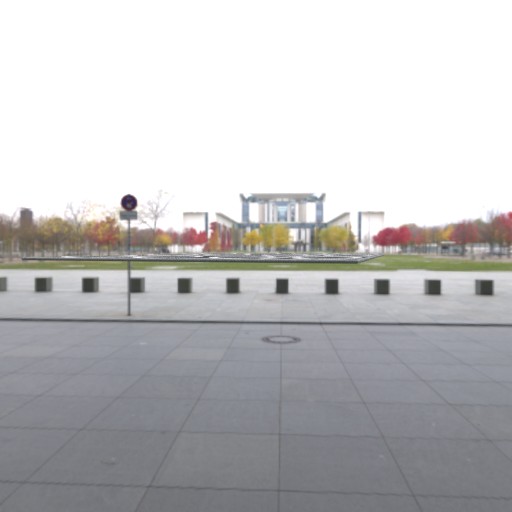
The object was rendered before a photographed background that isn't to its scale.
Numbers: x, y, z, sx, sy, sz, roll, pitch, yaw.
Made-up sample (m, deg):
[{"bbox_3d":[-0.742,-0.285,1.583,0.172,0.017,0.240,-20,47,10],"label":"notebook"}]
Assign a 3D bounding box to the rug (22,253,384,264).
[{"bbox_3d":[0.000,0.000,2.870,1.526,0.014,2.290,0,1,18],"label":"rug"}]
